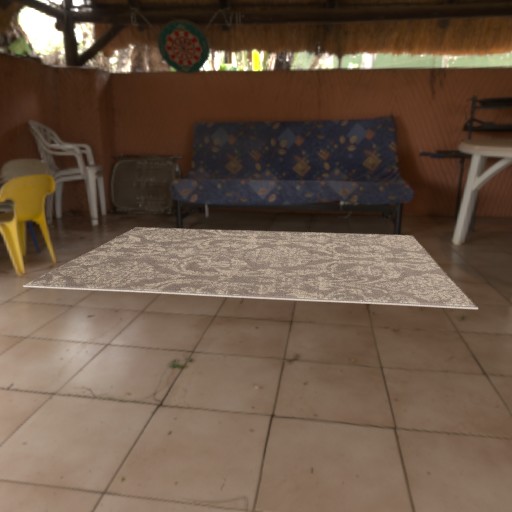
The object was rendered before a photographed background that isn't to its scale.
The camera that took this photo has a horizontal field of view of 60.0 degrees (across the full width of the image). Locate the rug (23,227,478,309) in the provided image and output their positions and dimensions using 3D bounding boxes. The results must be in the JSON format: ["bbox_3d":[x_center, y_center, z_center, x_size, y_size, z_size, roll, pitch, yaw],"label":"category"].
[{"bbox_3d":[0.000,0.000,2.328,1.824,0.012,1.206,2,16,8],"label":"rug"}]
